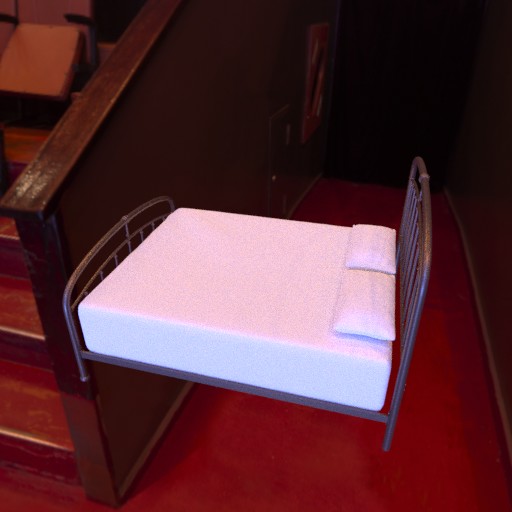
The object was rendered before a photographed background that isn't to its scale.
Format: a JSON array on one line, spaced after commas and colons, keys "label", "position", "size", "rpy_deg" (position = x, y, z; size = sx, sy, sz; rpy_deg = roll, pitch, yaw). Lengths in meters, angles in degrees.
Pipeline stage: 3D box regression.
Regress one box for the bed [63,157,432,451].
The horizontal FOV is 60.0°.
[{"label": "bed", "position": [0.000, 0.000, 3.275], "size": [2.168, 1.475, 1.711], "rpy_deg": [8, 31, 13]}]
